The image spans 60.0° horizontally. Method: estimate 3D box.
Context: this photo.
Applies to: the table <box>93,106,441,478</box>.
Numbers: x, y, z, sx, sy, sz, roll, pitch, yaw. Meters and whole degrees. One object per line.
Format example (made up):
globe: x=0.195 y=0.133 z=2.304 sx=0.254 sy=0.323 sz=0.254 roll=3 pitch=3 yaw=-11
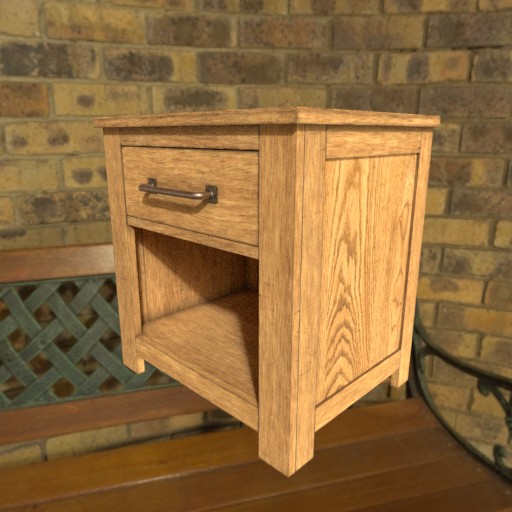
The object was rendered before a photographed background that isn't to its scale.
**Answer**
table: x=0.000 y=0.000 z=1.042 sx=0.601 sy=0.625 sz=0.494 roll=15 pitch=21 yaw=43
